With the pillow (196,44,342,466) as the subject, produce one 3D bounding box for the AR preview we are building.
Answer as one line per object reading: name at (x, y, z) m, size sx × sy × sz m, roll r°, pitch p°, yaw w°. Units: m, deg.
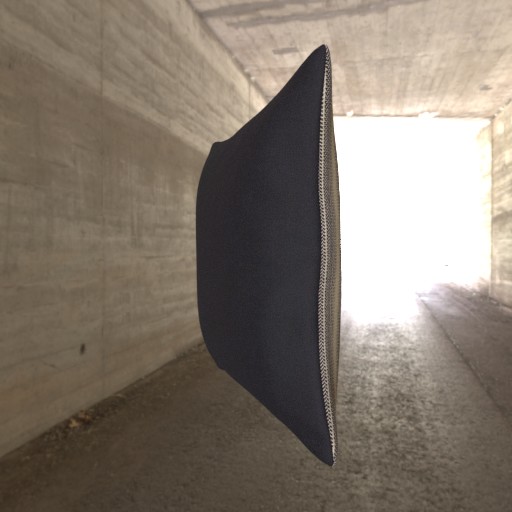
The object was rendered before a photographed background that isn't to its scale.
pillow at (0.000, 0.000, 0.770) m, size 0.166 × 0.508 × 0.520 m, roll 0°, pitch 1°, yaw -20°
